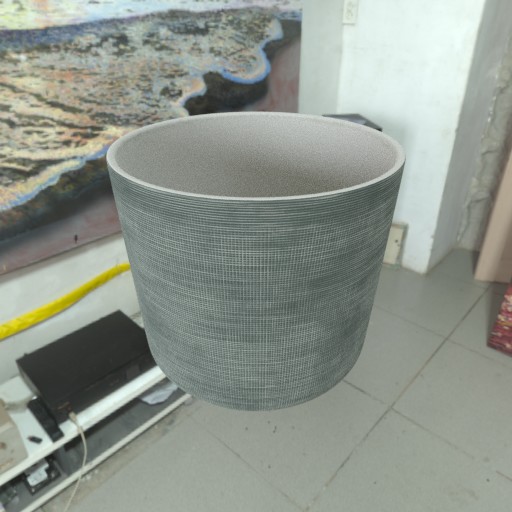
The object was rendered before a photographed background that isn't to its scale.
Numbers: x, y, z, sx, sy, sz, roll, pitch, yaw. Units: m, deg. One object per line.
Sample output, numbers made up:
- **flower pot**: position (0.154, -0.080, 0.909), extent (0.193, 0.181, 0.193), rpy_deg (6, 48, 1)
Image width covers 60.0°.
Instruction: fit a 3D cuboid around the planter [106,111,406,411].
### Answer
- **planter**: position (0.000, 0.000, 0.777), extent (0.440, 0.398, 0.440), rpy_deg (0, 30, 0)
